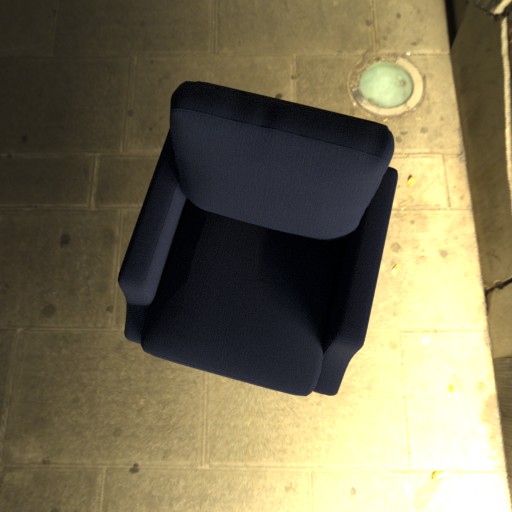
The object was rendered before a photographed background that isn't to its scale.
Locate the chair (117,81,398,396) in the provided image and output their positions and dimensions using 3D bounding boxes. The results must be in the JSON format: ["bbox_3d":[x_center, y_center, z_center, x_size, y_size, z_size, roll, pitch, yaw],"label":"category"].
[{"bbox_3d":[0.000,0.000,1.642,0.855,0.991,0.897,14,76,4],"label":"chair"}]
